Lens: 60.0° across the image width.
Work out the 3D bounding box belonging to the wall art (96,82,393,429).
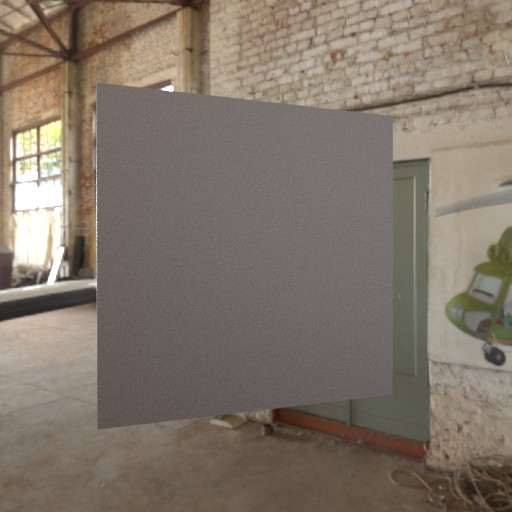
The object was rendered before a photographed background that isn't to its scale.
[{"bbox_3d":[0.000,0.000,0.519,0.350,0.350,0.038,0,0,-18],"label":"wall art"}]
